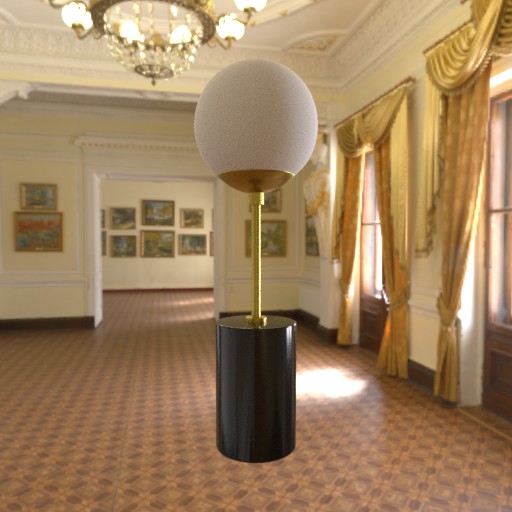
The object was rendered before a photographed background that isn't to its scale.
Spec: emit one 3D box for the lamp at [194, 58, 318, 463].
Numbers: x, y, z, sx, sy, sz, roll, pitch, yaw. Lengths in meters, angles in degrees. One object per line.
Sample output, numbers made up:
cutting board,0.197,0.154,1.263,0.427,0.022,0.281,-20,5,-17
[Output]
lamp,0.000,0.000,0.559,0.153,0.480,0.153,0,2,0
